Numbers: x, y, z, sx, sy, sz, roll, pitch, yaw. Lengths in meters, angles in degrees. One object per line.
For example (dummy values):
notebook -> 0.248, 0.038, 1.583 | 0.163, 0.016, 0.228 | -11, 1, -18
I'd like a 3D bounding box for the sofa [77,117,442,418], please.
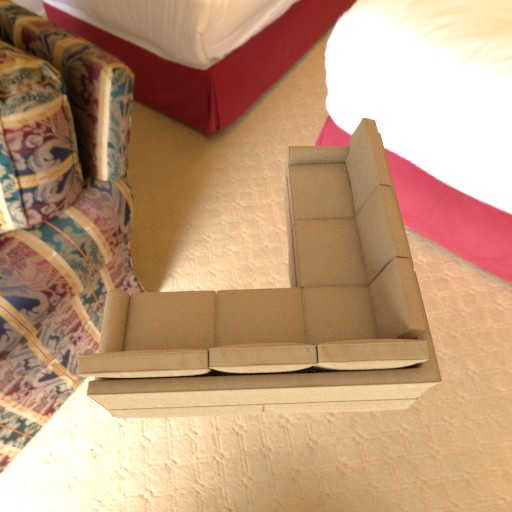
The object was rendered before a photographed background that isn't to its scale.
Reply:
sofa -> 0.000, 0.000, 4.278 | 2.733, 1.124, 2.730 | -2, 59, -1
